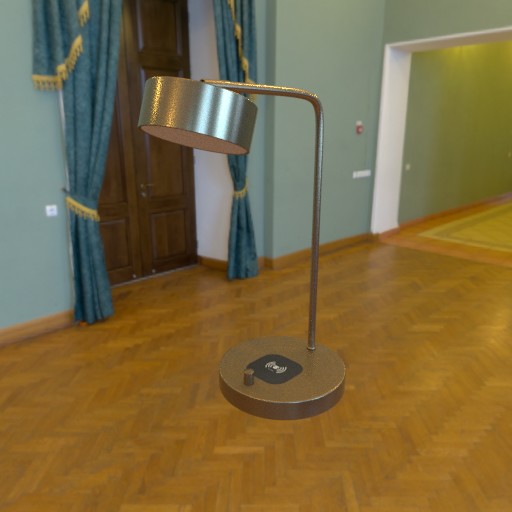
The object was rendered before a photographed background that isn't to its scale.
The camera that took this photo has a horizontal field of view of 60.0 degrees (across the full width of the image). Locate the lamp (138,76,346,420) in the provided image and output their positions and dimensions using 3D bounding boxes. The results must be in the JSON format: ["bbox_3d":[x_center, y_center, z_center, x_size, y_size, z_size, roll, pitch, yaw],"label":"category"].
[{"bbox_3d":[0.000,0.000,0.521,0.171,0.380,0.270,16,23,43],"label":"lamp"}]
